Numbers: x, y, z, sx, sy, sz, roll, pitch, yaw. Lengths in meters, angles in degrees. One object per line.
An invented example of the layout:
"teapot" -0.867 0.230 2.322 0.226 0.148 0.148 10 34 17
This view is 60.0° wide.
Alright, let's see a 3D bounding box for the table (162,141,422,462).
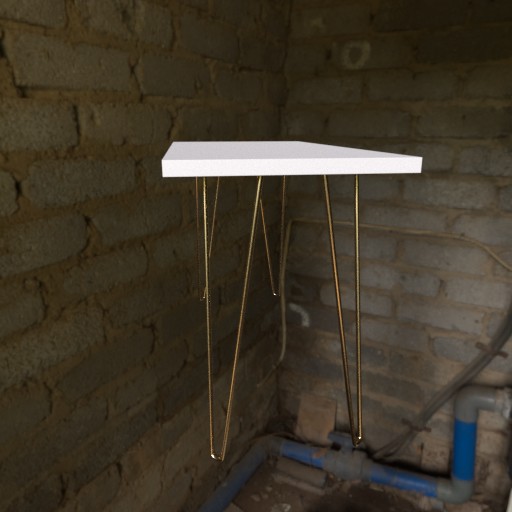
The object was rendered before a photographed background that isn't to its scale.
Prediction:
"table" 0.000 0.000 1.382 0.498 0.660 0.991 -2 16 -8
